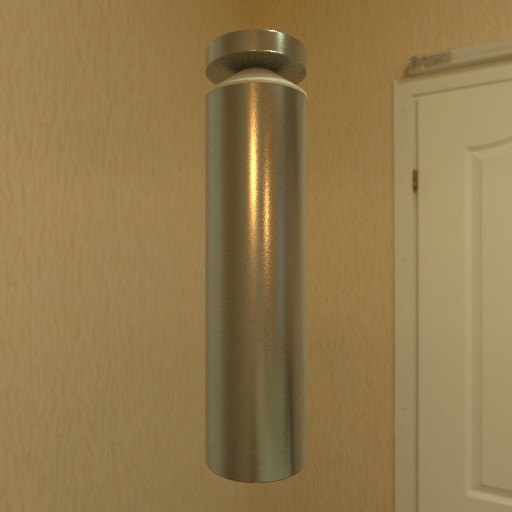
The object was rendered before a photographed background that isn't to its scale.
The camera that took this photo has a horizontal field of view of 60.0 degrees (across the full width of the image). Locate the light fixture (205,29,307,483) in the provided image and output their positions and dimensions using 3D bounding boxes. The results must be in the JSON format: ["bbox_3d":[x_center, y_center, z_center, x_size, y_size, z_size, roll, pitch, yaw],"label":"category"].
[{"bbox_3d":[0.000,0.000,0.441,0.102,0.400,0.102,0,0,0],"label":"light fixture"}]
